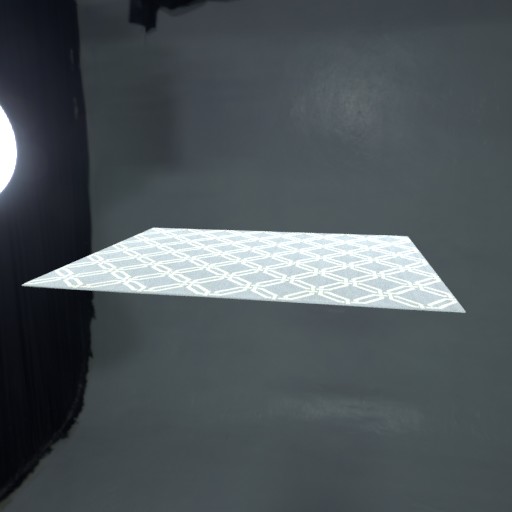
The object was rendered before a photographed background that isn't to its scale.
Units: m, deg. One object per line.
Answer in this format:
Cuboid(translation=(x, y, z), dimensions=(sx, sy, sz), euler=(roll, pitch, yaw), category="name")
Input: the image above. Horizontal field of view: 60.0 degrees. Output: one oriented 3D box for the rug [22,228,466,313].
Cuboid(translation=(0.000, 0.000, 3.916), dimensions=(2.895, 0.018, 2.288), euler=(2, 14, 10), category="rug")
